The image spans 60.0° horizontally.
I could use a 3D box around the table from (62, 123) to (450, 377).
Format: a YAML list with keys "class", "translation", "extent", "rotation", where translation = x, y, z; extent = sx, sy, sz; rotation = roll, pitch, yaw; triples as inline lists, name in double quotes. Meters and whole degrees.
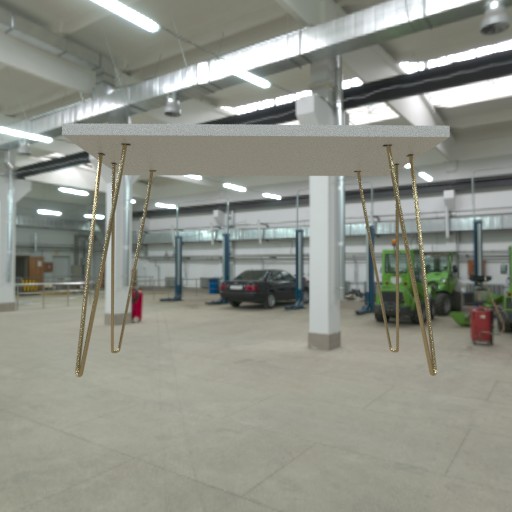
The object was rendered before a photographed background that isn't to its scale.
- class: "table"
  translation: [0.000, 0.000, 1.372]
  extent: [0.991, 0.660, 0.498]
  rotation: [0, -1, -1]
